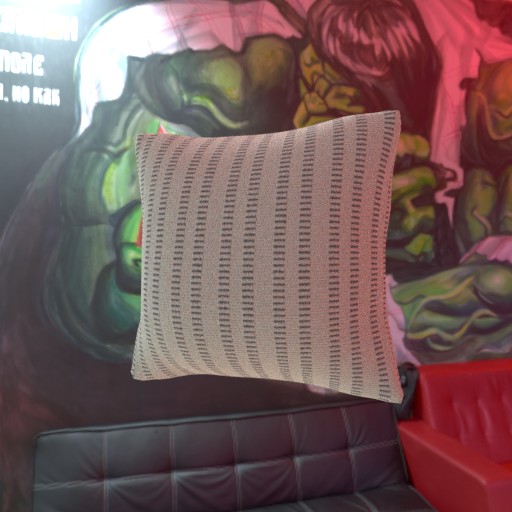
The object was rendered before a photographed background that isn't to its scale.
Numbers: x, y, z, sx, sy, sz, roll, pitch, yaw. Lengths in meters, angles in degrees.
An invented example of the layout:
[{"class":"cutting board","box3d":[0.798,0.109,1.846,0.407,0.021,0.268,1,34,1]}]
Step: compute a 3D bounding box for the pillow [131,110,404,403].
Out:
[{"class":"pillow","box3d":[0.000,0.000,0.694,0.438,0.419,0.247,0,0,17]}]
